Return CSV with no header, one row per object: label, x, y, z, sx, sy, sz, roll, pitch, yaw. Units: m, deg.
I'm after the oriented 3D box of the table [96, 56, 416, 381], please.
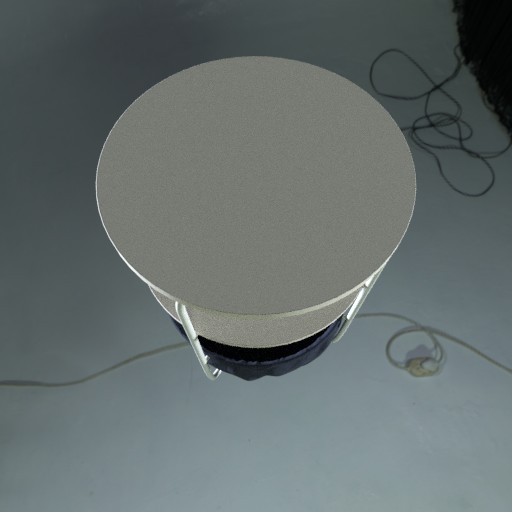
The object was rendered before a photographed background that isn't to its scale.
table,0.000,0.000,0.824,0.418,0.532,0.418,-15,64,-8
